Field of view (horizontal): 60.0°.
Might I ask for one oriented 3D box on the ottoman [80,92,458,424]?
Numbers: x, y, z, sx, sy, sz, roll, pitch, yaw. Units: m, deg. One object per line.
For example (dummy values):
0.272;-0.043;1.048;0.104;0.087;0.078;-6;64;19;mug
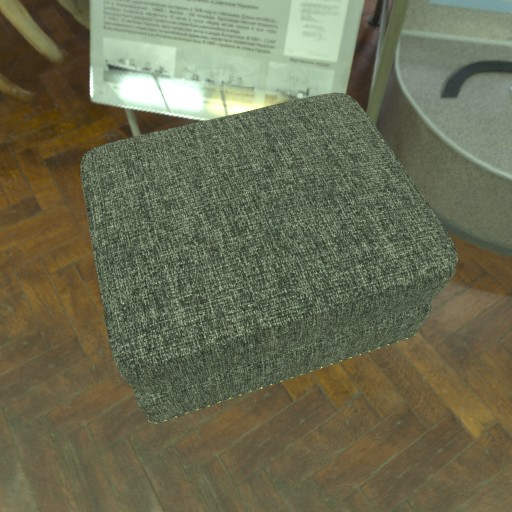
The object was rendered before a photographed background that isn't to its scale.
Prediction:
0.000;0.000;1.137;0.738;0.537;0.589;-16;60;-10;ottoman
